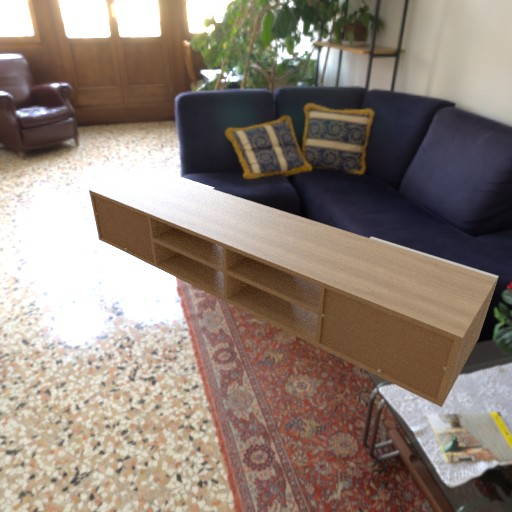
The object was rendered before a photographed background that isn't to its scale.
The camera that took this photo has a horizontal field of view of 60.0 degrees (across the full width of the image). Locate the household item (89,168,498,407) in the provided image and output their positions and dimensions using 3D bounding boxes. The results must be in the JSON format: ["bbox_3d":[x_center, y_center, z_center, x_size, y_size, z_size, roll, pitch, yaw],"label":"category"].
[{"bbox_3d":[0.000,0.000,1.995,1.850,0.310,0.420,22,36,32],"label":"household item"}]
